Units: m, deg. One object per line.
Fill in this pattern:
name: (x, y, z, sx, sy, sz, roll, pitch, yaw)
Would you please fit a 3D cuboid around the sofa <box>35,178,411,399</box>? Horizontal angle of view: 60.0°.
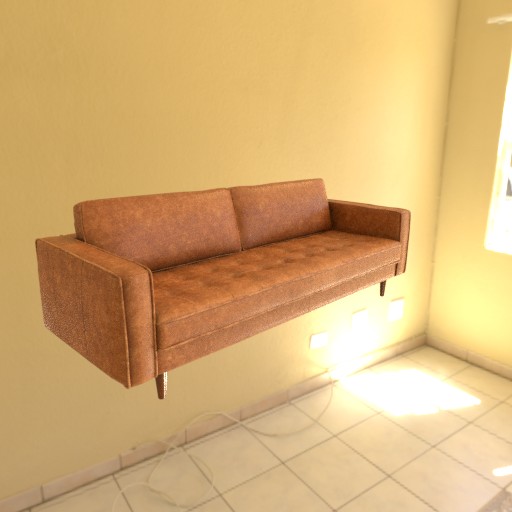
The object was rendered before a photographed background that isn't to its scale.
sofa: (0.000, 0.000, 2.617, 2.199, 0.779, 0.886, -14, 20, -43)
